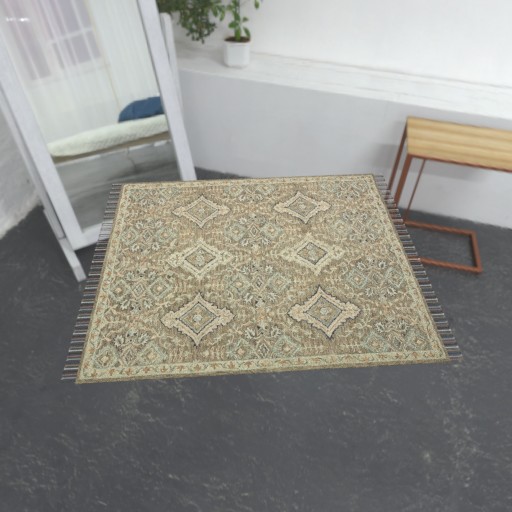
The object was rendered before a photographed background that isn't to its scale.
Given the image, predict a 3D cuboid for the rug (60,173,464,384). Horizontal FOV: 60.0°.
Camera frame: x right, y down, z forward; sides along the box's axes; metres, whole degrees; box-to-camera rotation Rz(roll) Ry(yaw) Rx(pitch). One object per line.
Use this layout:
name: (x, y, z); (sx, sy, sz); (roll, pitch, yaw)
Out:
rug: (0.000, 0.000, 4.181); (3.056, 0.010, 2.437); (-3, 46, -3)
